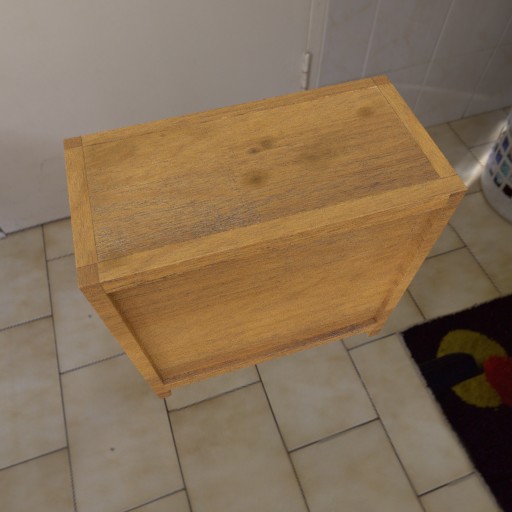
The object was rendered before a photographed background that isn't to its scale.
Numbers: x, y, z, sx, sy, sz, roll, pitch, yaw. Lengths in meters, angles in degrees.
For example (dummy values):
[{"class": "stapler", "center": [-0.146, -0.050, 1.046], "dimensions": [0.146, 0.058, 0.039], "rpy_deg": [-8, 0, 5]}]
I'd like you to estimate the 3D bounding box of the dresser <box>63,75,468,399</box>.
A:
[{"class": "dresser", "center": [0.000, 0.000, 1.314], "dimensions": [0.804, 0.804, 0.427], "rpy_deg": [-14, 59, -9]}]
